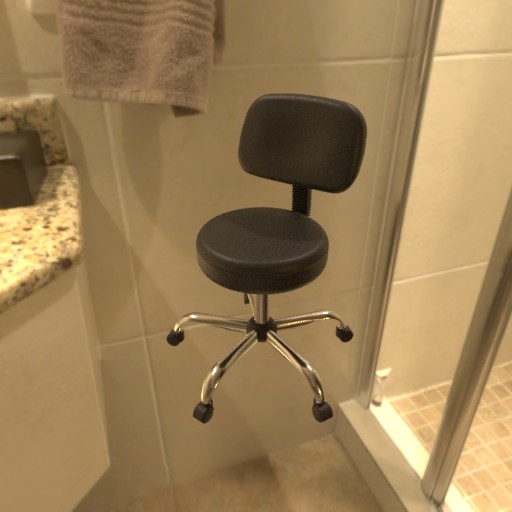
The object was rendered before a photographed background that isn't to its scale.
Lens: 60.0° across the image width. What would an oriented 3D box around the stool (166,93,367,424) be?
[{"bbox_3d":[0.000,0.000,1.359,0.673,0.862,0.648,18,34,28],"label":"stool"}]
